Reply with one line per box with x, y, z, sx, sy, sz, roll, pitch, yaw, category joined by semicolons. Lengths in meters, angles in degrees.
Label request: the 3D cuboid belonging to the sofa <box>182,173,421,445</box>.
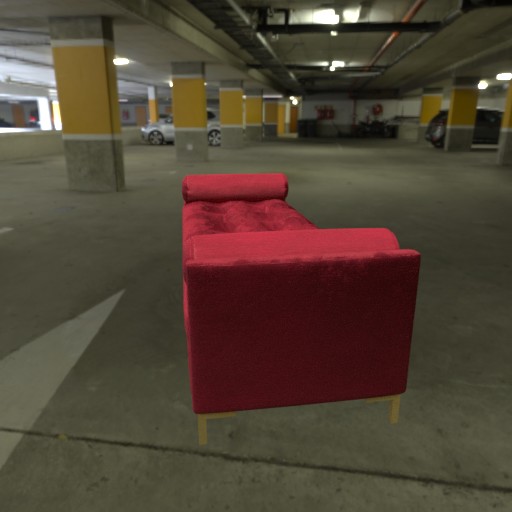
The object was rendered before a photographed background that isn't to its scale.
0.000;0.000;2.457;0.796;0.705;2.102;-3;17;-9;sofa
